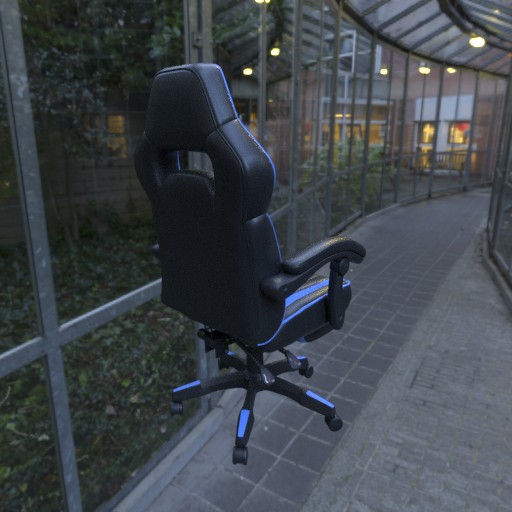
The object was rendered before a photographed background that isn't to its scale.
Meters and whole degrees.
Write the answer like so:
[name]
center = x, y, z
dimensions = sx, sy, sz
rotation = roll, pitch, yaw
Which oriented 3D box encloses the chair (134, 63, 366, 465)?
[chair]
center = 0.000, 0.000, 1.671
dimensions = 0.700, 1.280, 0.700
rotation = -15, 21, -43
